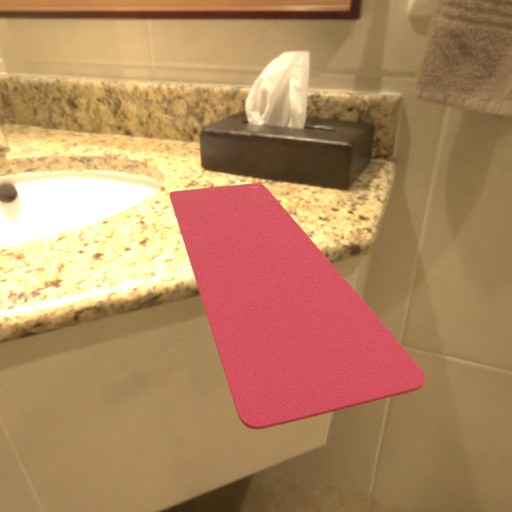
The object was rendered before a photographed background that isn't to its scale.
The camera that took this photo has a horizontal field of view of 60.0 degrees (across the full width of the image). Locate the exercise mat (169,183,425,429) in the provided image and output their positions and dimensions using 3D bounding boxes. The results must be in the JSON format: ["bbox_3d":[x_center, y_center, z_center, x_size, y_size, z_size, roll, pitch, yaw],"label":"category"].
[{"bbox_3d":[0.000,0.000,2.098,0.616,0.021,1.884,-8,31,-14],"label":"exercise mat"}]
